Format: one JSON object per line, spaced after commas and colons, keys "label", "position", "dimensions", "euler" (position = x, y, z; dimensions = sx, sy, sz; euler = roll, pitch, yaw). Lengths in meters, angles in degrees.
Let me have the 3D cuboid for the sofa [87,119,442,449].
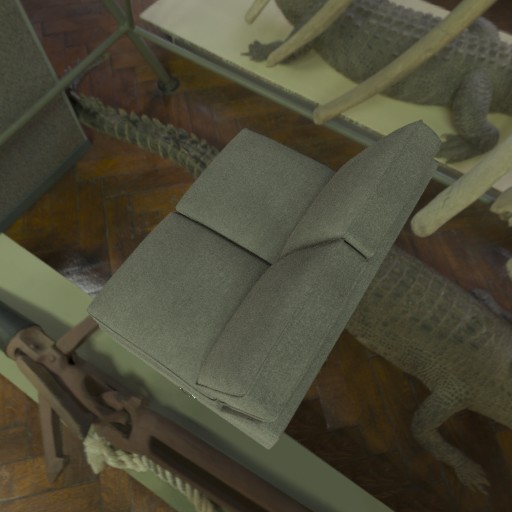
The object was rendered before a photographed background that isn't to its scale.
{"label": "sofa", "position": [0.000, 0.000, 1.942], "dimensions": [0.951, 1.008, 1.237], "euler": [30, 68, 14]}
